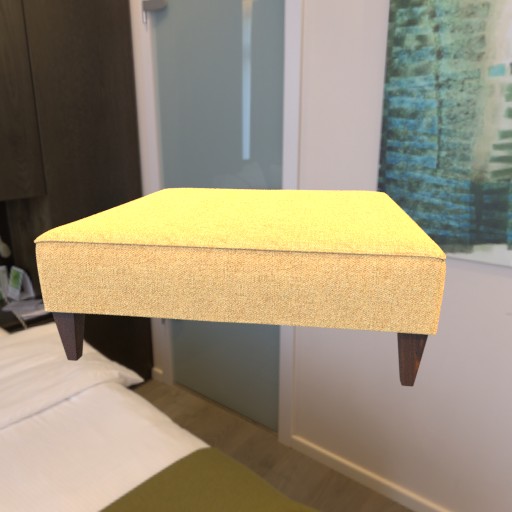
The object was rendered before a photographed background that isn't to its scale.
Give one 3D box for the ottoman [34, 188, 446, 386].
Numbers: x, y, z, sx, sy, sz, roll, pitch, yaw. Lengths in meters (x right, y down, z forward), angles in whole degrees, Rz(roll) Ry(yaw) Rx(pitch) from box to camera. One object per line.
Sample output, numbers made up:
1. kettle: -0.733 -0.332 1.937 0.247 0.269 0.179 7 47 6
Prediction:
1. ottoman: 0.000 0.000 1.512 0.981 0.378 0.970 2 16 8
